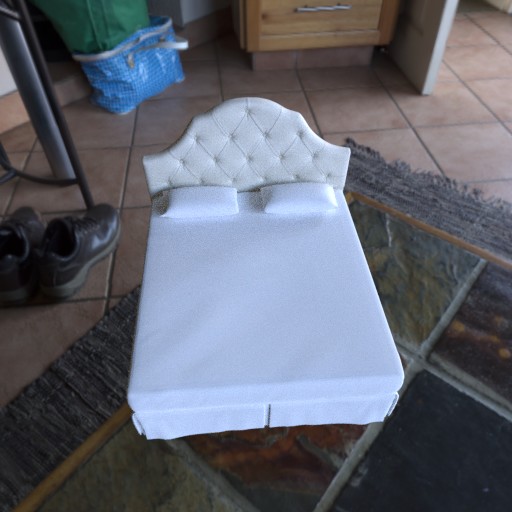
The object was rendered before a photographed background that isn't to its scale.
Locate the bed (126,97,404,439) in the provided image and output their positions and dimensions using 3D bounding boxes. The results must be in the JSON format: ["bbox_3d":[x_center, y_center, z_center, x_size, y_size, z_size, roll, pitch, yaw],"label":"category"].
[{"bbox_3d":[0.000,0.000,3.588,2.008,1.615,2.214,-3,46,-3],"label":"bed"}]
